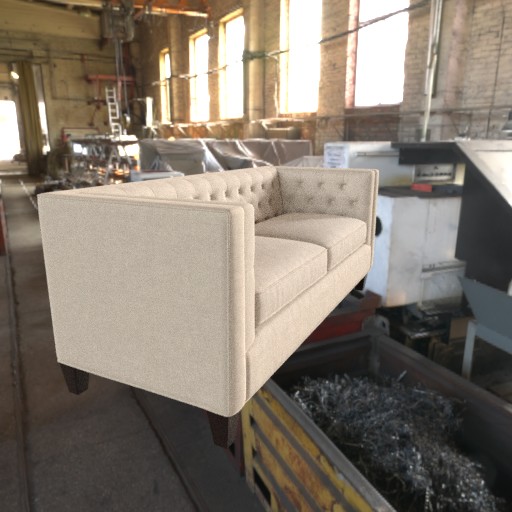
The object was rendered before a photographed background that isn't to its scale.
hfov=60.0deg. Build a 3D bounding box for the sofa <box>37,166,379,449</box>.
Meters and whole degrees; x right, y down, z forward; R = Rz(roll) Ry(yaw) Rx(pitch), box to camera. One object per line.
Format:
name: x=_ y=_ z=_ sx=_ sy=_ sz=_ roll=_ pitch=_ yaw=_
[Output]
sofa: x=0.000 y=0.000 z=2.182 sx=0.775 sy=0.762 sz=1.778 roll=8 pitch=17 yaw=26
